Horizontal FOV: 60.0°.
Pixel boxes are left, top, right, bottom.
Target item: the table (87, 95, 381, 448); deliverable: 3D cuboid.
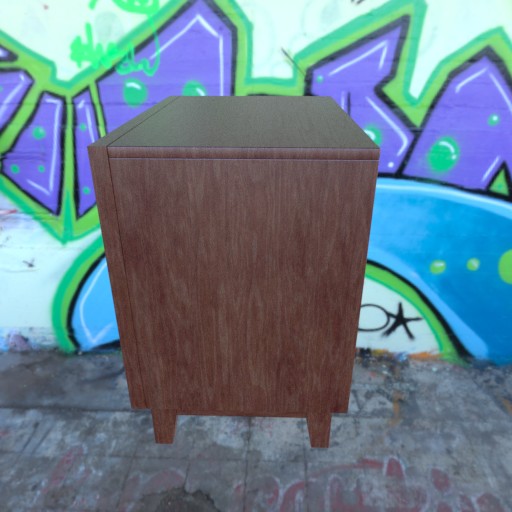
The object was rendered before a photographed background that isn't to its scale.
[{"bbox_3d":[0.000,0.000,0.987,0.449,0.609,0.557,1,27,2],"label":"table"}]
